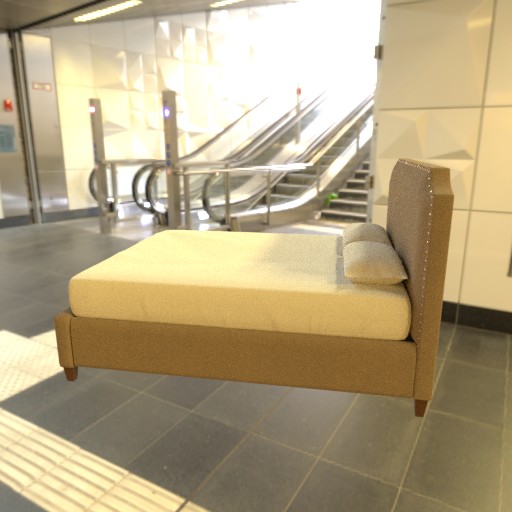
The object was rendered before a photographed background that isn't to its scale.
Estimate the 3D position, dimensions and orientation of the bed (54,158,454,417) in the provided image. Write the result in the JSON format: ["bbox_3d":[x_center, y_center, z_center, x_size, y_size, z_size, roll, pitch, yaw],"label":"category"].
[{"bbox_3d":[0.000,0.000,3.364,2.329,1.415,1.703,3,15,10],"label":"bed"}]
